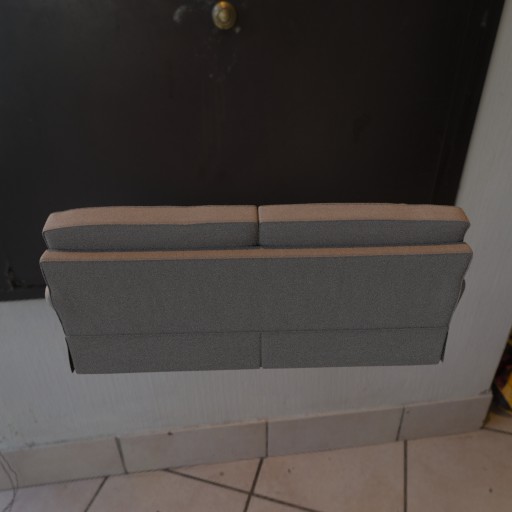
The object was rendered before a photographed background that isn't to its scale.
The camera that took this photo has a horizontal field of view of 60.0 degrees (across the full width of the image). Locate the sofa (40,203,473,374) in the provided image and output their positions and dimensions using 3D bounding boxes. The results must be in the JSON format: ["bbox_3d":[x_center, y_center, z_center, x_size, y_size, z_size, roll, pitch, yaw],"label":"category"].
[{"bbox_3d":[0.000,0.000,2.715,2.248,0.943,0.991,-1,31,-2],"label":"sofa"}]
